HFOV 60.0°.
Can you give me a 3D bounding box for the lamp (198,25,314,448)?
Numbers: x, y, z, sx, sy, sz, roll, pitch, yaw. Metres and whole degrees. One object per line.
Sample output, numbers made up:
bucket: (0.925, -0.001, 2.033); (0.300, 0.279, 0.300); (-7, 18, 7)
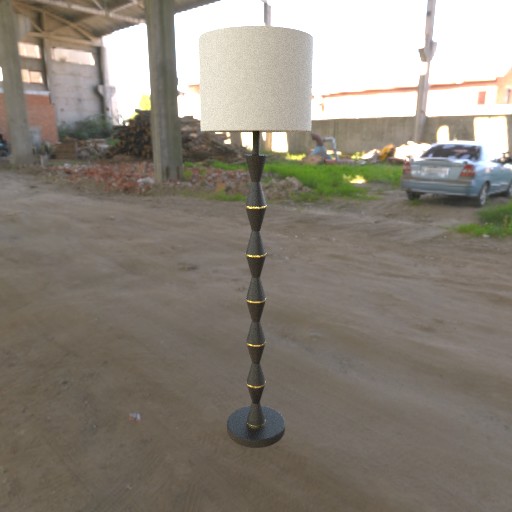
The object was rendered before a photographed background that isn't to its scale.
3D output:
lamp: (0.000, 0.000, 1.652); (0.381, 1.480, 0.381); (2, 15, 9)
